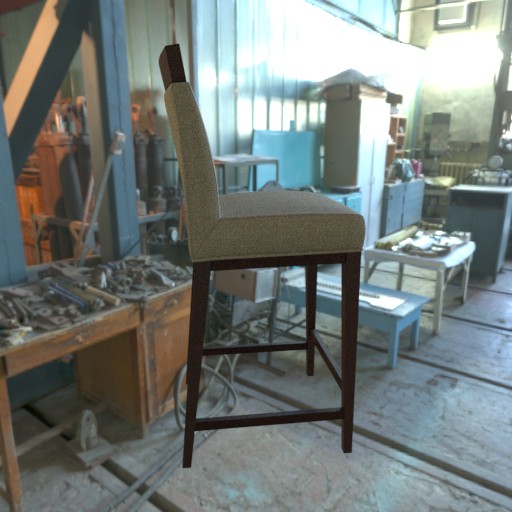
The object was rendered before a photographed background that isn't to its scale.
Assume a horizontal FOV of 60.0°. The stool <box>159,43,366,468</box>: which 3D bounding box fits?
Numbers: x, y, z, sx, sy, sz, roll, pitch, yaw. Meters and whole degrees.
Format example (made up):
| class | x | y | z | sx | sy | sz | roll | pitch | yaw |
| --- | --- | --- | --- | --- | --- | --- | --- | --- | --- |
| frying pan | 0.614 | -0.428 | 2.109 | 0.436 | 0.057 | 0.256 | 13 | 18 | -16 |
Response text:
| class | x | y | z | sx | sy | sz | roll | pitch | yaw |
| --- | --- | --- | --- | --- | --- | --- | --- | --- | --- |
| stool | 0.000 | 0.000 | 1.255 | 0.480 | 1.011 | 0.463 | -2 | 15 | -7 |
